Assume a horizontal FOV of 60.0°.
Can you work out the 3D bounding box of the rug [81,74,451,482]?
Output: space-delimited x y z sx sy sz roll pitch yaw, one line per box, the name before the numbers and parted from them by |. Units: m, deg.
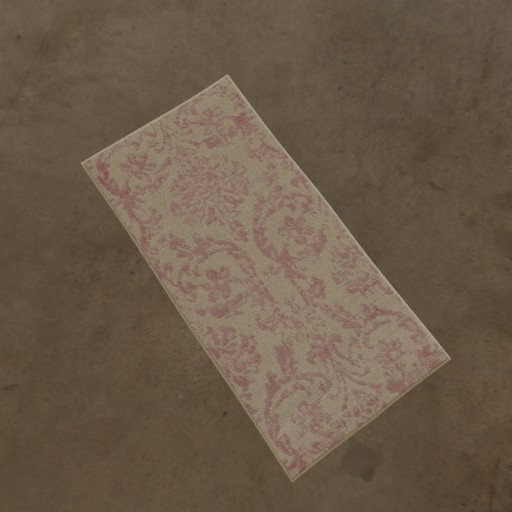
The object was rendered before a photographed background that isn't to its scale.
rug | 0.000 0.000 1.433 0.604 0.007 1.219 -34 79 -8
